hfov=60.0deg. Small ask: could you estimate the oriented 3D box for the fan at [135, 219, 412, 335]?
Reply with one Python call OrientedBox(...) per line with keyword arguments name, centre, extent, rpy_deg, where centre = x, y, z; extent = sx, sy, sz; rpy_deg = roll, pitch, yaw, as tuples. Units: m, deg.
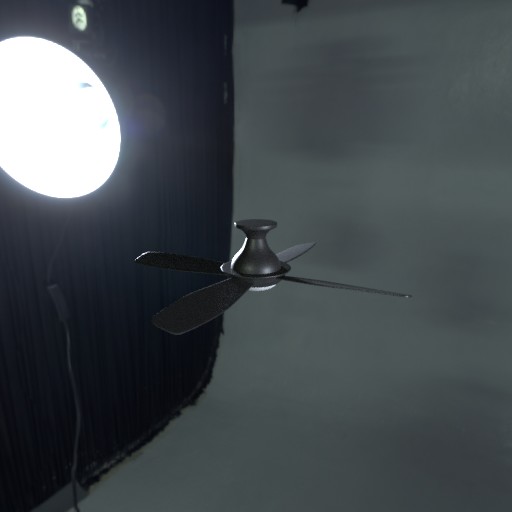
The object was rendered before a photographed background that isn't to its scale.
OrientedBox(name="fan", centre=(0.000, 0.000, 2.496), extent=(1.694, 0.382, 1.694), rpy_deg=(7, 16, 26))
